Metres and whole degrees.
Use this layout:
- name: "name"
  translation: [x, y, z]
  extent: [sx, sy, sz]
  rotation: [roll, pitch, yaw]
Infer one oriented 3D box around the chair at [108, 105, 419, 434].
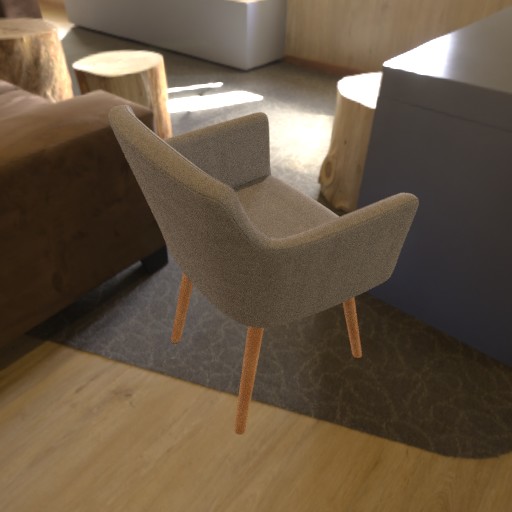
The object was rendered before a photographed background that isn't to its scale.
- name: "chair"
  translation: [0.000, 0.000, 1.148]
  extent: [0.540, 0.780, 0.570]
  rotation: [-24, 45, -26]
